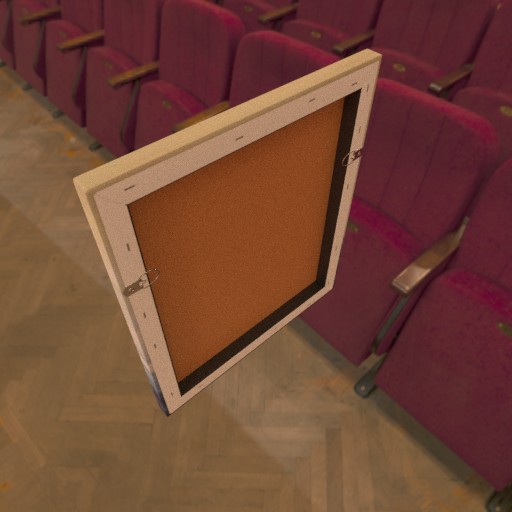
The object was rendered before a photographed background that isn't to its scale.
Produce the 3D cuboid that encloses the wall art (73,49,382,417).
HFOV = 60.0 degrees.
[{"bbox_3d":[0.000,0.000,0.966,0.608,0.710,0.041,-33,56,-26],"label":"wall art"}]
